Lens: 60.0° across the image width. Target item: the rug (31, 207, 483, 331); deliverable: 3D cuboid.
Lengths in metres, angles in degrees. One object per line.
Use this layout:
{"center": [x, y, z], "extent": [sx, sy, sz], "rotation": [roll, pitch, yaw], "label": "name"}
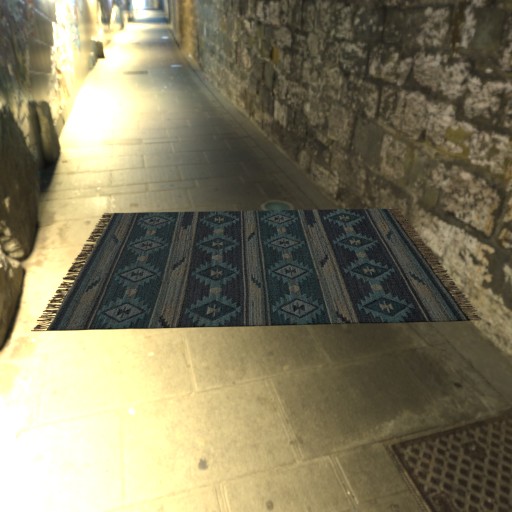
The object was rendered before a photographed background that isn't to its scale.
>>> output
{"center": [0.000, 0.000, 2.387], "extent": [1.936, 0.028, 1.181], "rotation": [-1, 30, -2], "label": "rug"}
